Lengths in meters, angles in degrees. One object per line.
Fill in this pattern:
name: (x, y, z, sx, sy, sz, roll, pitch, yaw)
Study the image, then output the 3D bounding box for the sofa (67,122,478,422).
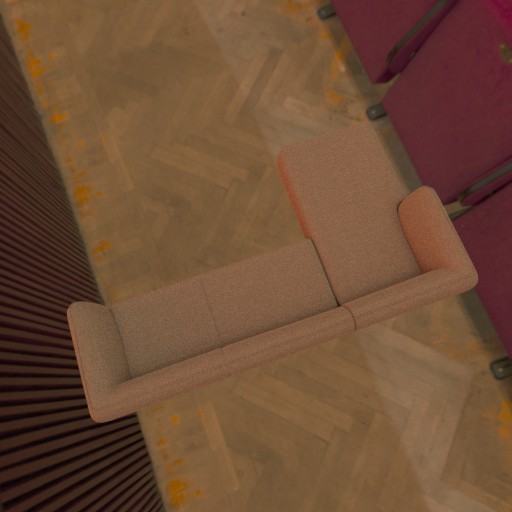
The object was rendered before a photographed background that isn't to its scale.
sofa: (0.000, 0.000, 3.300, 2.653, 0.693, 1.532, -19, 75, -5)
